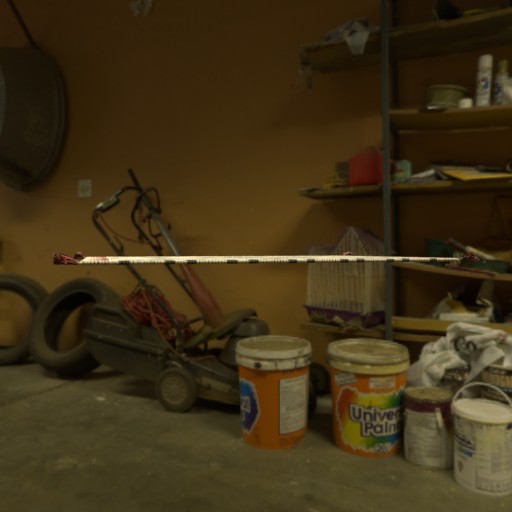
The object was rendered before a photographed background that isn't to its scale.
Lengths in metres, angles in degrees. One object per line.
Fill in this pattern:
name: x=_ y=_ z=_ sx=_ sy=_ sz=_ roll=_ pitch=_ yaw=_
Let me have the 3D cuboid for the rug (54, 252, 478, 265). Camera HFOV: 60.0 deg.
rug: x=0.000 y=0.000 z=3.343 sx=2.672 sy=0.066 sz=1.741 roll=0 pitch=1 yaw=-20
